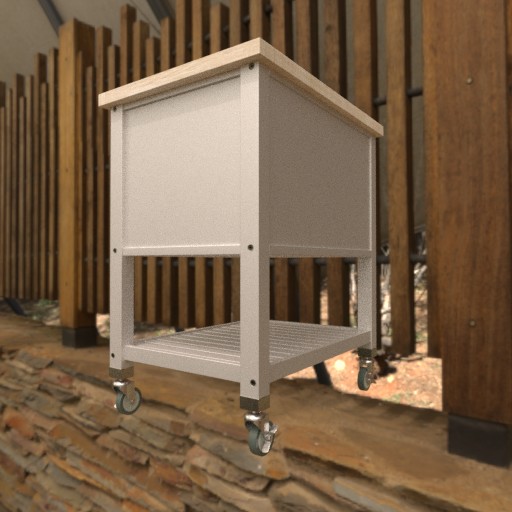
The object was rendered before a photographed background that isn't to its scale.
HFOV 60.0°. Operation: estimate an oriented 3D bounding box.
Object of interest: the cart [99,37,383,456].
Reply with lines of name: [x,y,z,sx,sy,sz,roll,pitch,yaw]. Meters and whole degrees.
cart: [0.000,0.000,1.404,0.559,0.914,0.762,-1,-1,35]
